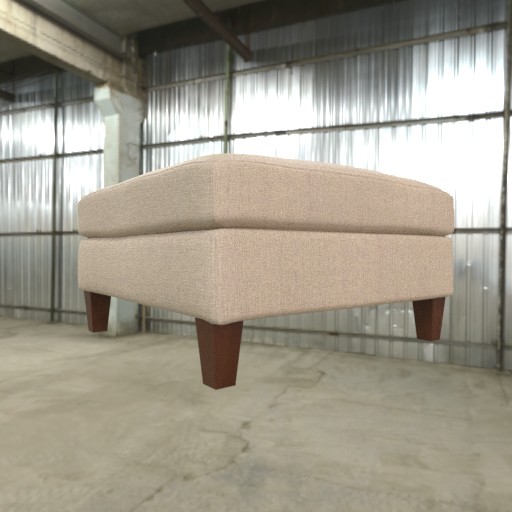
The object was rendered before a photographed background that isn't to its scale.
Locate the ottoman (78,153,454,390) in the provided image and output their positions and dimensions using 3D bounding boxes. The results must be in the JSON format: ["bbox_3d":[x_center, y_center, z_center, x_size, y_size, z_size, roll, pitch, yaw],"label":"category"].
[{"bbox_3d":[0.000,0.000,1.348,0.838,0.481,0.838,-1,1,-37],"label":"ottoman"}]
